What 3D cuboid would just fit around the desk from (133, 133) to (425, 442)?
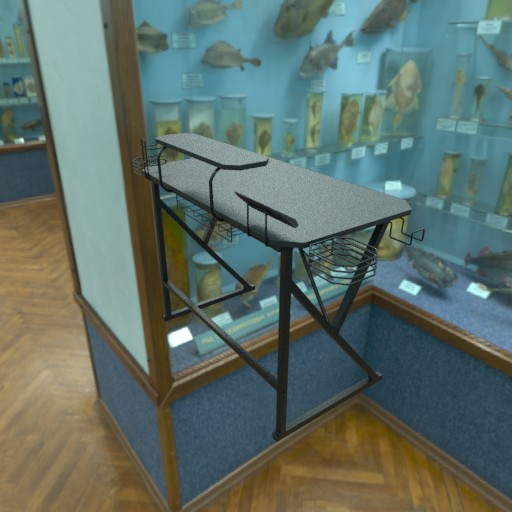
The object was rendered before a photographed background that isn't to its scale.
[{"bbox_3d":[0.000,0.000,1.702,0.580,0.880,1.290,-17,31,-31],"label":"desk"}]
